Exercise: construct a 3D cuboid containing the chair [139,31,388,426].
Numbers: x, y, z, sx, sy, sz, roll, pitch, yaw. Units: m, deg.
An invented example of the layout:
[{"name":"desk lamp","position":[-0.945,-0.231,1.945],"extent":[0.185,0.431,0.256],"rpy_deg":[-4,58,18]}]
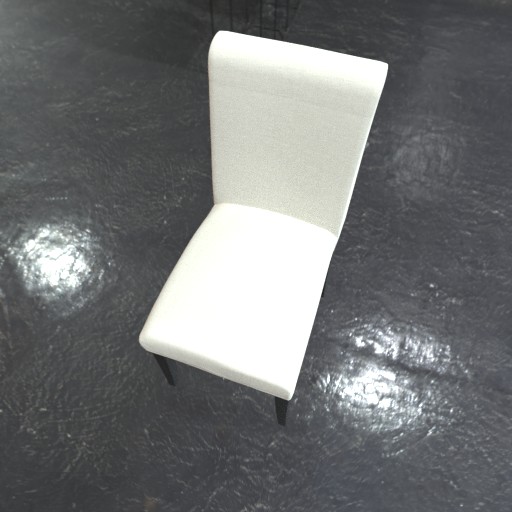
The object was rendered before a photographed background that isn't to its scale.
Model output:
[{"name":"chair","position":[0.000,0.000,1.338],"extent":[0.452,0.976,0.708],"rpy_deg":[16,58,11]}]
